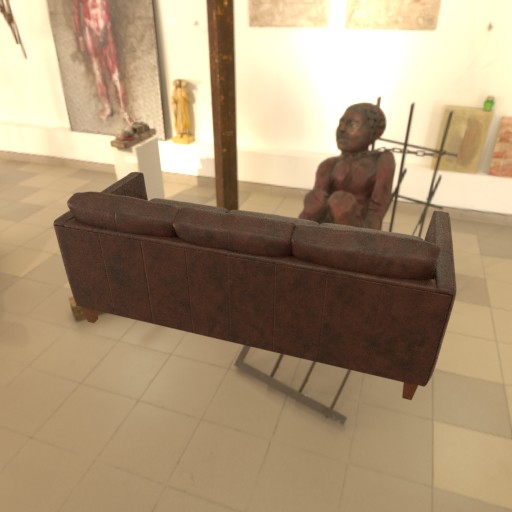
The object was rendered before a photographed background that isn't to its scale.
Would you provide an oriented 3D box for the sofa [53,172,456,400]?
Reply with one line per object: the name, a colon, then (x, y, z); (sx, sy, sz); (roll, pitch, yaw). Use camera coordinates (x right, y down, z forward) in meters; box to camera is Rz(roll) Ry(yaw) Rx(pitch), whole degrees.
sofa: (0.000, 0.000, 3.105); (2.464, 1.006, 1.045); (10, 33, 16)
